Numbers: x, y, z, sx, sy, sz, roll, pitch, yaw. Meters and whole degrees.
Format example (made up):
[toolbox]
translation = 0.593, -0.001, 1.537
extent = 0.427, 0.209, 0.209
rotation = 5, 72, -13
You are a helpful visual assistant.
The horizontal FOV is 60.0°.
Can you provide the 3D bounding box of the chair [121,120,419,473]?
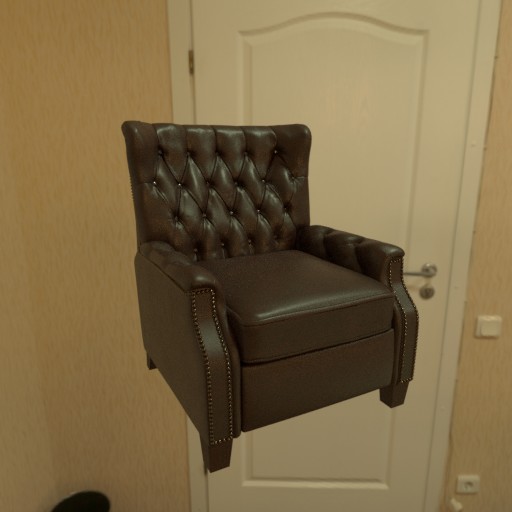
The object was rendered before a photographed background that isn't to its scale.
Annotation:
[chair]
translation = 0.000, 0.000, 1.455
extent = 0.709, 0.864, 0.823
rotation = -7, 16, -27
